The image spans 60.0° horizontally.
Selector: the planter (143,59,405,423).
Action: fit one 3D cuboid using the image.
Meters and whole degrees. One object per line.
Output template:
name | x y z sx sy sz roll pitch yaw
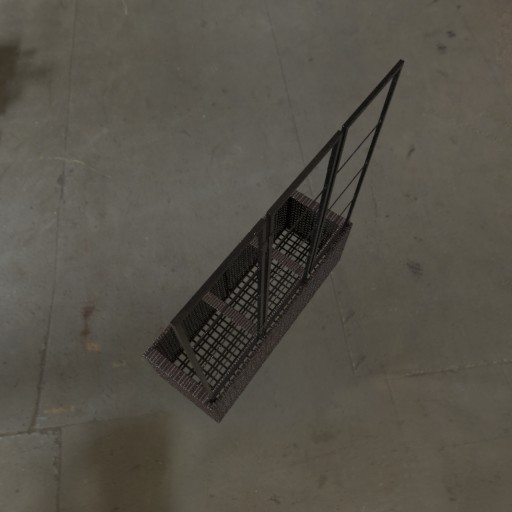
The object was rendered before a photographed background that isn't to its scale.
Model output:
planter | 0.000 0.000 1.132 0.244 0.841 0.699 33 67 16
